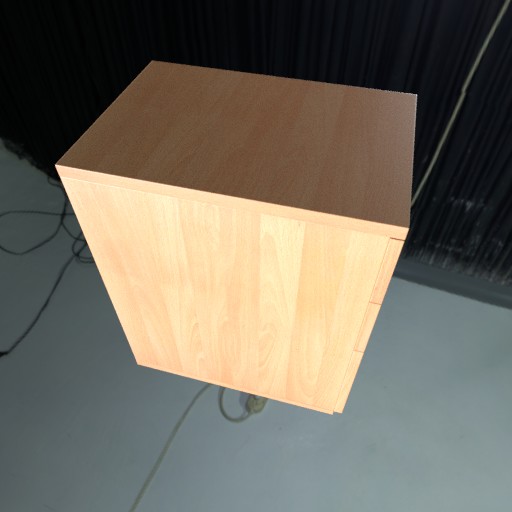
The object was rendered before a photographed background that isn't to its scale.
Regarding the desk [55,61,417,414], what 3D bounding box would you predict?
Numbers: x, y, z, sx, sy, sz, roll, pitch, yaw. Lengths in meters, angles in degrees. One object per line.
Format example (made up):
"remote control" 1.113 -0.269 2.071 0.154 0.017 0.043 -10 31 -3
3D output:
"desk" 0.000 0.000 1.104 0.600 0.730 0.404 11 49 10
